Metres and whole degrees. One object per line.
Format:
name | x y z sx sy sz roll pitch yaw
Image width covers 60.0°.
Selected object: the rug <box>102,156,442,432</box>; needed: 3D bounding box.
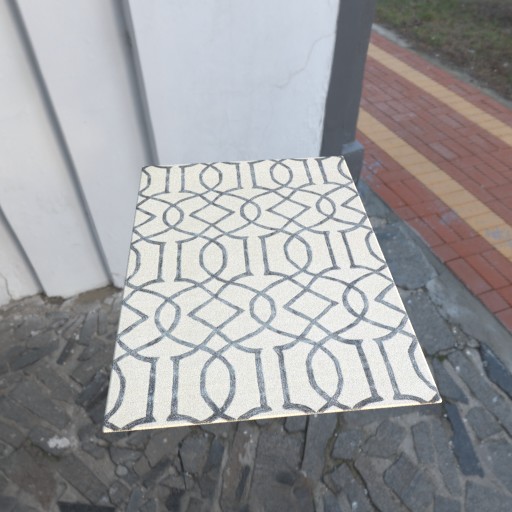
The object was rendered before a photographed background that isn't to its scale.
rug | 0.000 0.000 3.864 2.211 0.021 2.910 -4 46 -4
